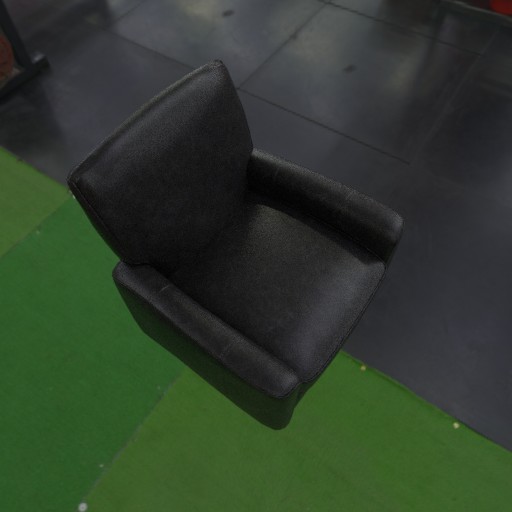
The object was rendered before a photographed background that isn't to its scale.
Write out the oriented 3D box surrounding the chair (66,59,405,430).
[{"bbox_3d":[0.000,0.000,1.641,0.864,1.014,0.848,32,63,18],"label":"chair"}]
